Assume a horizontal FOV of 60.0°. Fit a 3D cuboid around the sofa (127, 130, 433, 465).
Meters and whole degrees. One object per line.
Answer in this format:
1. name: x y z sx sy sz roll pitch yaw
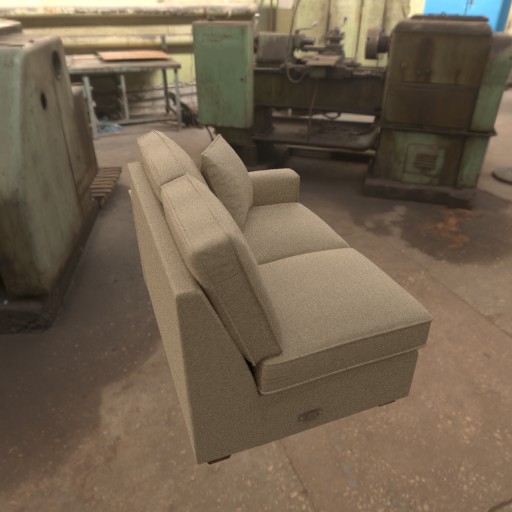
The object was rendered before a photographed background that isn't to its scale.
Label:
1. sofa: 0.000 0.000 2.099 0.991 0.989 1.388 -11 32 -17
